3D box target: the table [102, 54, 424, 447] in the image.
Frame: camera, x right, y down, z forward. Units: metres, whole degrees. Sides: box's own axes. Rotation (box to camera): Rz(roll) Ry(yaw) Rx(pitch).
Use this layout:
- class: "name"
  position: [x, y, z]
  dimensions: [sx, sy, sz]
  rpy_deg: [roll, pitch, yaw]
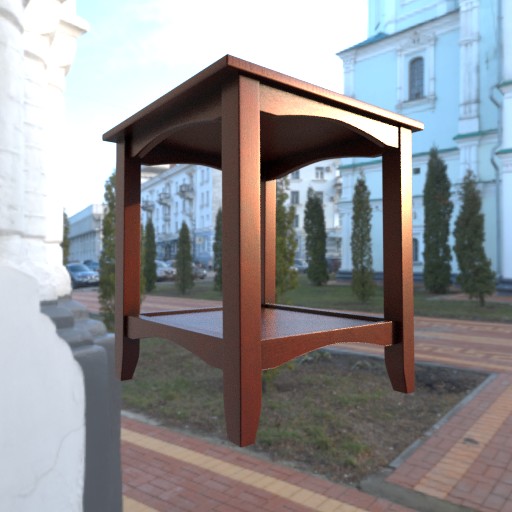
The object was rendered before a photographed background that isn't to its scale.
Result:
- class: "table"
  position: [0.000, 0.000, 0.967]
  dimensions: [0.522, 0.558, 0.523]
  rpy_deg: [1, -1, -36]
